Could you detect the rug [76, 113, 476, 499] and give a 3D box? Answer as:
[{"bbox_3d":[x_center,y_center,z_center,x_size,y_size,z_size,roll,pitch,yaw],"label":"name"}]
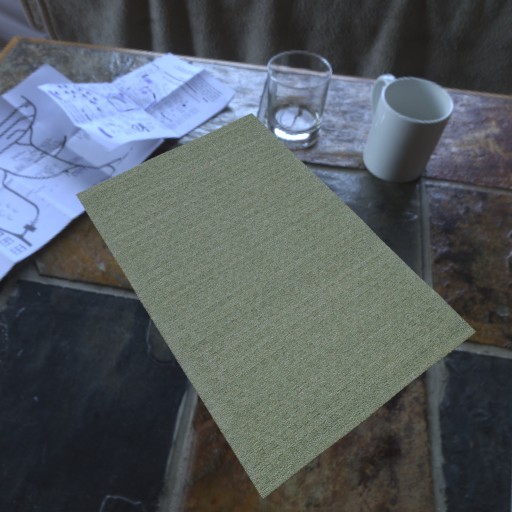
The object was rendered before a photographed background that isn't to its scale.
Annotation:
[{"bbox_3d":[0.000,0.000,2.155,1.143,0.006,1.747,-30,62,-18],"label":"rug"}]
